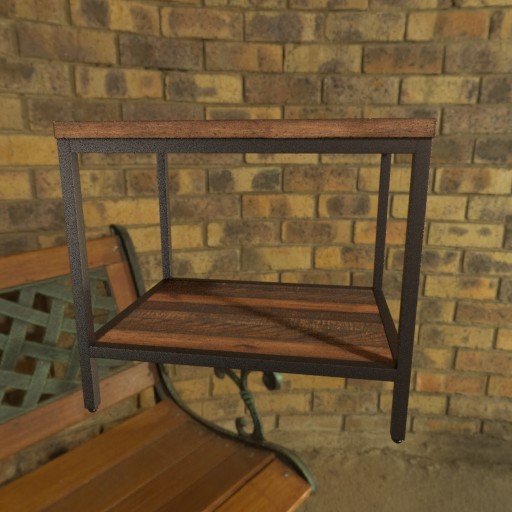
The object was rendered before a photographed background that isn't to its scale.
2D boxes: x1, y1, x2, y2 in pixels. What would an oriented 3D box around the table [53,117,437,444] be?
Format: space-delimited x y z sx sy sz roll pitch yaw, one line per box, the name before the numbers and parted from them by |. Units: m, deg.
table | 0.000 0.000 1.090 0.678 0.612 0.524 2 14 9
